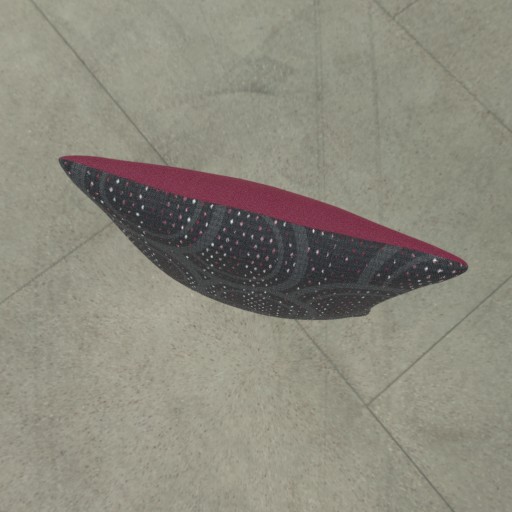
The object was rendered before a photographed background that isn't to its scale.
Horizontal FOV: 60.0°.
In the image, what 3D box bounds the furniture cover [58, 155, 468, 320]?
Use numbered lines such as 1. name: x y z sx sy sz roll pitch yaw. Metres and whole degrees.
1. furniture cover: 0.000 0.000 0.813 0.552 0.509 0.193 15 77 4
